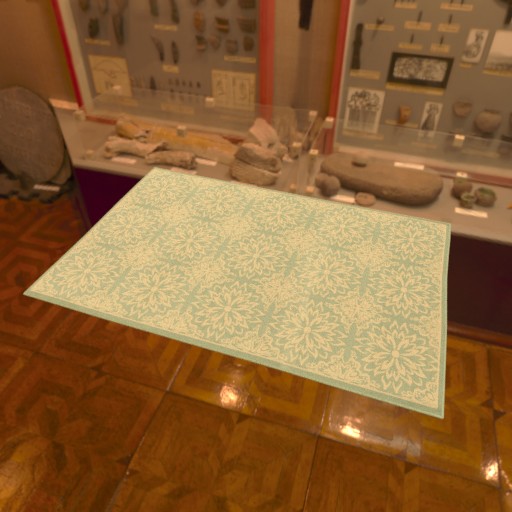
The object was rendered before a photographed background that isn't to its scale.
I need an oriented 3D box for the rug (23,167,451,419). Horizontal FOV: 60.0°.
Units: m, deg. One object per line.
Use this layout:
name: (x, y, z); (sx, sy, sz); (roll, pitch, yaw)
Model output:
rug: (0.000, 0.000, 3.332); (2.746, 0.018, 1.819); (13, 43, 15)
